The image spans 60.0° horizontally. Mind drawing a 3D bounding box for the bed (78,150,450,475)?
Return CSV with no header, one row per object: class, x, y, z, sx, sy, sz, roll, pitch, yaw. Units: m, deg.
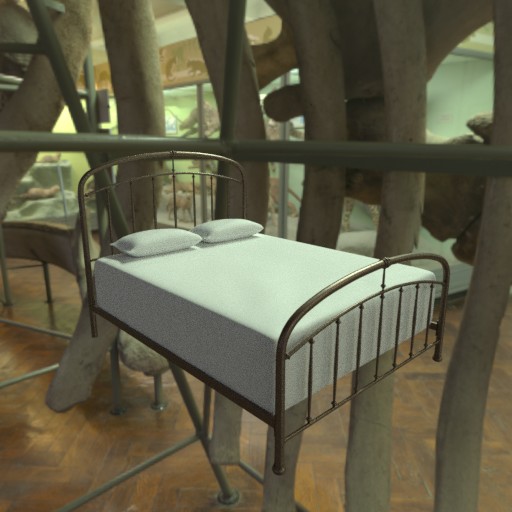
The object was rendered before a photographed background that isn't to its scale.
bed,0.000,0.000,3.242,1.711,1.475,2.168,-13,20,-41
